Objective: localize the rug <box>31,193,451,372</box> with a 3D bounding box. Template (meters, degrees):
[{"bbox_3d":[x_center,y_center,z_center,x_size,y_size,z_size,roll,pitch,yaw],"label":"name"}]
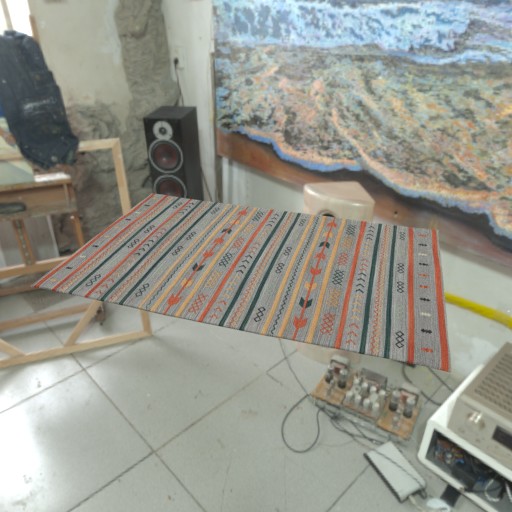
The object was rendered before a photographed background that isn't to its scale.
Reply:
[{"bbox_3d":[0.000,0.000,3.057,2.439,0.029,1.537,9,32,15],"label":"rug"}]
